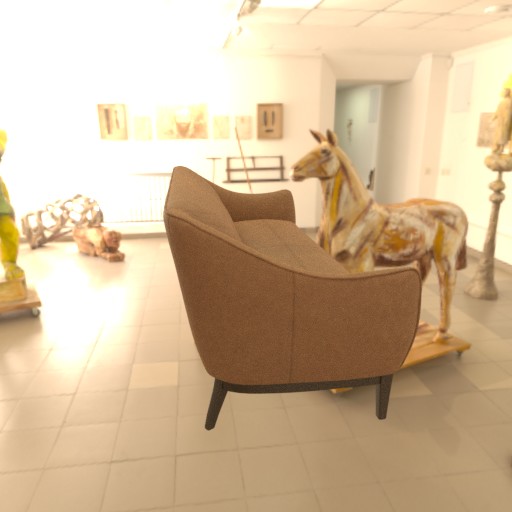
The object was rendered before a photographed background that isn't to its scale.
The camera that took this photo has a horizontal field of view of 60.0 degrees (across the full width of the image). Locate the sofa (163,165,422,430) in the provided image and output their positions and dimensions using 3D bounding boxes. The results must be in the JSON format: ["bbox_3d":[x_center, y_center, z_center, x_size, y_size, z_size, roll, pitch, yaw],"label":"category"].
[{"bbox_3d":[0.000,0.000,2.358,0.869,0.830,1.928,-3,17,-9],"label":"sofa"}]
